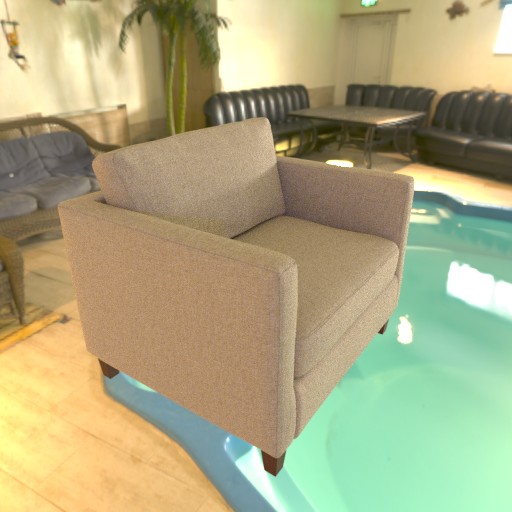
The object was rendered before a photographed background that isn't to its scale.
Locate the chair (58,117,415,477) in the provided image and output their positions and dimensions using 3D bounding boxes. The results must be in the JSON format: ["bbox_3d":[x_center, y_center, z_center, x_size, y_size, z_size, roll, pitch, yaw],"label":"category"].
[{"bbox_3d":[0.000,0.000,1.803,0.959,0.961,1.107,16,30,31],"label":"chair"}]
